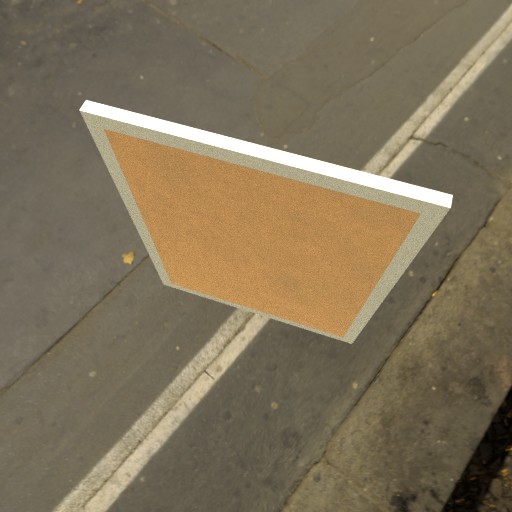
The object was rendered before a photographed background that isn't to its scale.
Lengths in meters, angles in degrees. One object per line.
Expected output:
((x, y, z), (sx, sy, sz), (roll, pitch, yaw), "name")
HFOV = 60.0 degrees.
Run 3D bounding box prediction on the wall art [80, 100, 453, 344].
((0.000, 0.000, 1.121), (0.661, 0.811, 0.026), (17, 65, 8), "wall art")
